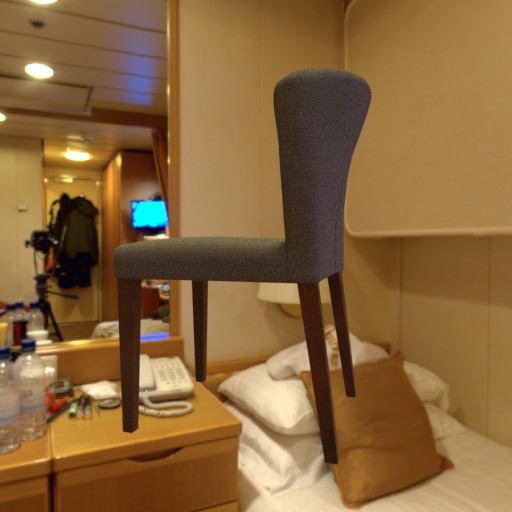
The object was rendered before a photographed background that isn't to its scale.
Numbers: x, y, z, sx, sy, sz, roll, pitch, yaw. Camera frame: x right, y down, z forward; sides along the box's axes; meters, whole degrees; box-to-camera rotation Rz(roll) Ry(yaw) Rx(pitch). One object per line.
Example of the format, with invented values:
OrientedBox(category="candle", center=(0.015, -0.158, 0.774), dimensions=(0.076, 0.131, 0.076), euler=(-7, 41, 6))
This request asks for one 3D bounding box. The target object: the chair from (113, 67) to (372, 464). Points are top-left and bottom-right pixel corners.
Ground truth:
OrientedBox(category="chair", center=(0.000, 0.000, 1.178), dimensions=(0.589, 0.839, 0.491), euler=(1, 2, 18))
